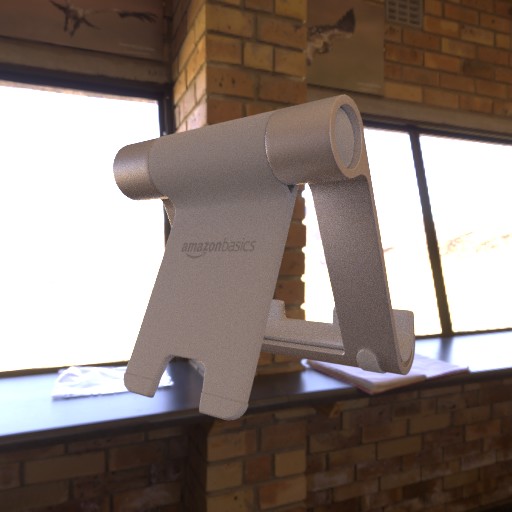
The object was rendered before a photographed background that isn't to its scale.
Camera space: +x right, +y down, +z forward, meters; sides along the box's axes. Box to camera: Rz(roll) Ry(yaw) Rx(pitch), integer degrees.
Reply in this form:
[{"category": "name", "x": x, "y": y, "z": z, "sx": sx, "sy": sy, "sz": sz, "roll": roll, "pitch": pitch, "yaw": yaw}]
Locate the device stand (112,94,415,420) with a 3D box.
[{"category": "device stand", "x": 0.000, "y": 0.000, "z": 0.155, "sx": 0.086, "sy": 0.084, "sz": 0.079, "roll": 0, "pitch": 0, "yaw": 37}]
